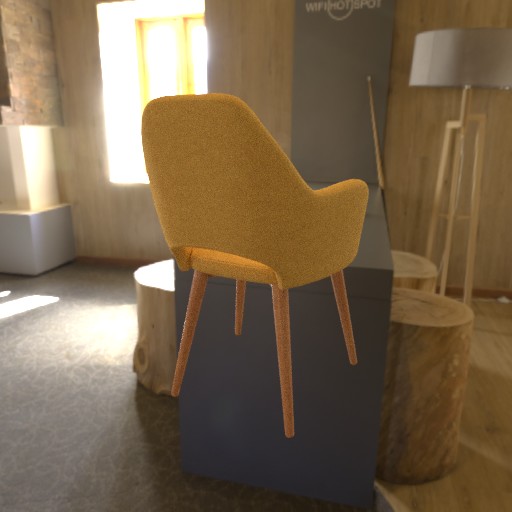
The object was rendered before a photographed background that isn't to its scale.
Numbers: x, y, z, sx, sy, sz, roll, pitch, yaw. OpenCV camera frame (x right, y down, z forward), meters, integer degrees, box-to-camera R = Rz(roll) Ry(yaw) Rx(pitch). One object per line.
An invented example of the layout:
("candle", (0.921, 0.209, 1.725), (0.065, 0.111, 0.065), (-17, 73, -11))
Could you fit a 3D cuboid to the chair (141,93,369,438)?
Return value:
("chair", (0.000, 0.000, 1.268), (0.590, 0.840, 0.610), (9, 18, 28))
